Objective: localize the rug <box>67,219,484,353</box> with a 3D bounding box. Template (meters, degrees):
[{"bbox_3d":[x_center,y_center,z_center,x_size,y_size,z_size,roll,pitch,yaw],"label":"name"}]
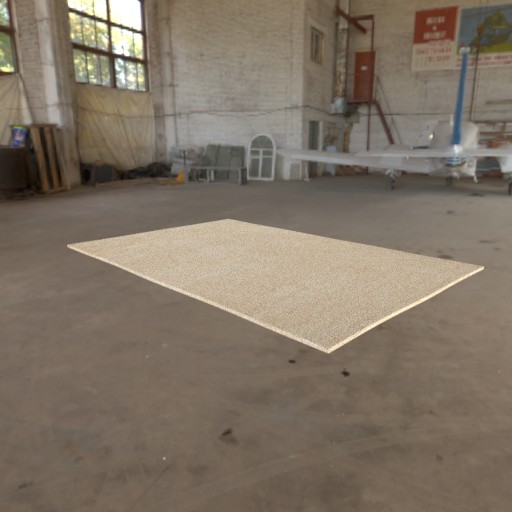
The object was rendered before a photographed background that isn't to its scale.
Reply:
[{"bbox_3d":[0.000,0.000,3.407,1.800,0.025,2.699,-14,20,-43],"label":"rug"}]
